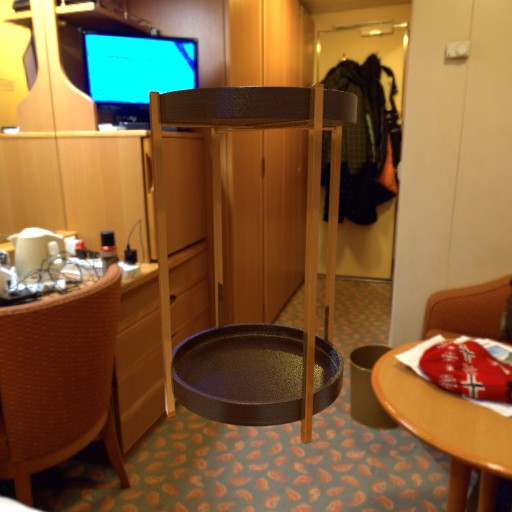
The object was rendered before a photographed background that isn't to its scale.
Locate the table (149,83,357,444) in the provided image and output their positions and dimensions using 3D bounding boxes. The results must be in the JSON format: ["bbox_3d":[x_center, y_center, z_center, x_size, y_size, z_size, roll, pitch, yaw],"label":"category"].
[{"bbox_3d":[0.000,0.000,0.899,0.400,0.610,0.400,-7,15,-27],"label":"table"}]
